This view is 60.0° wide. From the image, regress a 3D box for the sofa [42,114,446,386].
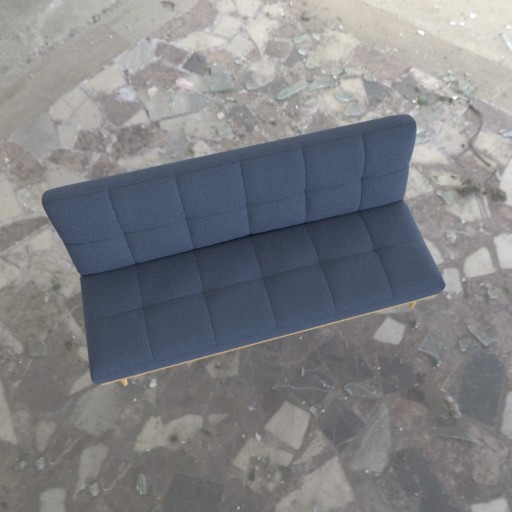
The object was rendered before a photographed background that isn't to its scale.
[{"bbox_3d":[0.000,0.000,2.245,1.800,0.800,0.796,-14,65,-7],"label":"sofa"}]
